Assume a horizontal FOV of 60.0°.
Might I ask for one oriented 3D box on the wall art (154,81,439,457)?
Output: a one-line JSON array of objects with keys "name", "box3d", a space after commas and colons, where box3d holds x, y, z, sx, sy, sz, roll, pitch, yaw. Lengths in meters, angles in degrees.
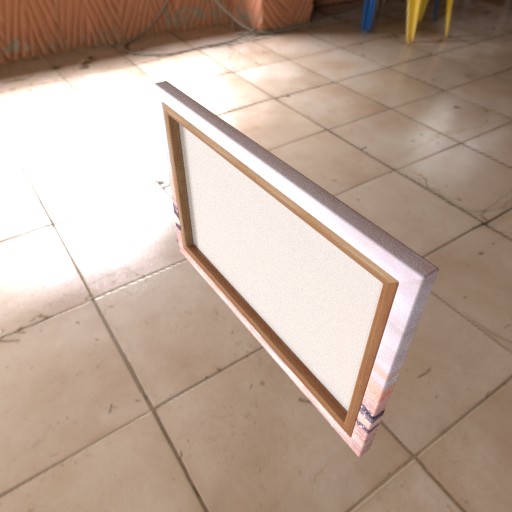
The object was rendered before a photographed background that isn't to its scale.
[{"name": "wall art", "box3d": [0.000, 0.000, 1.140, 0.038, 0.609, 0.913, -25, 48, -25]}]
